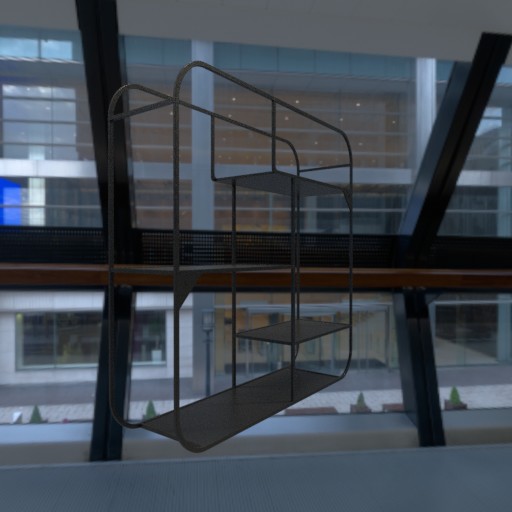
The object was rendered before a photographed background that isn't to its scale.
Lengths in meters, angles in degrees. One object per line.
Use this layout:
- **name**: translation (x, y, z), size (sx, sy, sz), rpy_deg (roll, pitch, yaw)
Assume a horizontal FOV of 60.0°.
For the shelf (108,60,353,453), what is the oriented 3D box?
- **shelf**: translation (0.000, 0.000, 0.923), size (0.160, 0.600, 0.600), rpy_deg (0, 1, 37)
